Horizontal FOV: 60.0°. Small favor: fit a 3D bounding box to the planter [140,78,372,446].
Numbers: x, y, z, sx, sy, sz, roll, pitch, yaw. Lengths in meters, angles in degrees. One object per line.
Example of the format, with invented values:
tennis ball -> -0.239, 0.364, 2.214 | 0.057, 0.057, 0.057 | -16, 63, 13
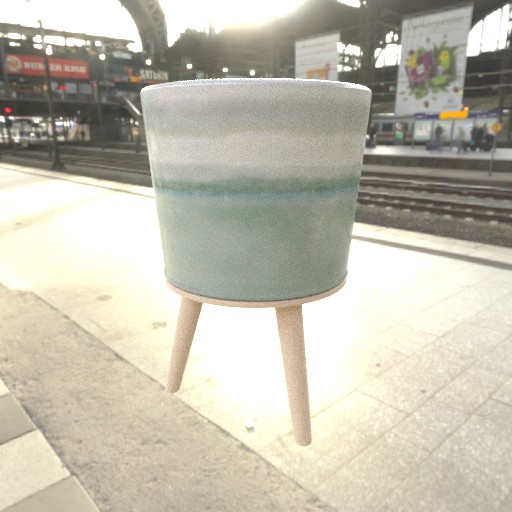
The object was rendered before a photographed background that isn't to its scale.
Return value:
planter -> 0.000, 0.000, 0.576 | 0.265, 0.404, 0.265 | 15, 22, 43
